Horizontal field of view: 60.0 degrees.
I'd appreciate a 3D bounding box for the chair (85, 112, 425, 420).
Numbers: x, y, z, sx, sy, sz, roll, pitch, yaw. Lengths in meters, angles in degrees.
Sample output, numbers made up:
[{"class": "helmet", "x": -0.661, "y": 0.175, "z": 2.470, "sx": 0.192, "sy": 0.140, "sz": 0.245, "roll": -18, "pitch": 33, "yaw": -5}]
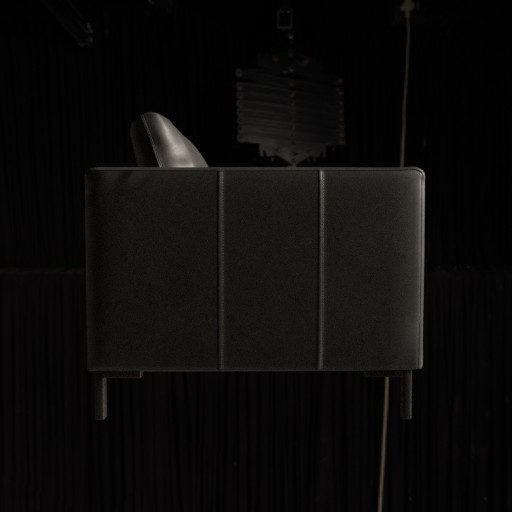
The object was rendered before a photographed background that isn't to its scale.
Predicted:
[{"class": "chair", "x": 0.000, "y": 0.000, "z": 1.480, "sx": 0.861, "sy": 0.824, "sz": 0.967, "roll": 0, "pitch": 2, "yaw": 0}]
